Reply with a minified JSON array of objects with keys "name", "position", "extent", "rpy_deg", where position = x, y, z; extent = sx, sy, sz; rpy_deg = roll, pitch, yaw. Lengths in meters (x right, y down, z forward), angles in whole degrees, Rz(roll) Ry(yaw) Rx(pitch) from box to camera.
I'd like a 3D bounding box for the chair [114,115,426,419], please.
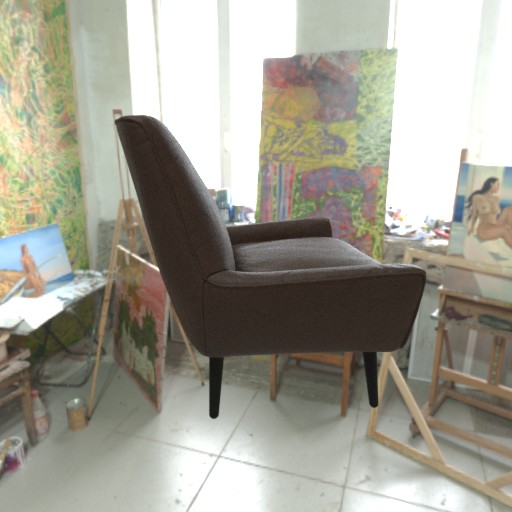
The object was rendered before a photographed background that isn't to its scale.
[{"name":"chair","position":[0.000,0.000,1.480],"extent":[0.824,0.888,0.787],"rpy_deg":[-3,16,-11]}]
